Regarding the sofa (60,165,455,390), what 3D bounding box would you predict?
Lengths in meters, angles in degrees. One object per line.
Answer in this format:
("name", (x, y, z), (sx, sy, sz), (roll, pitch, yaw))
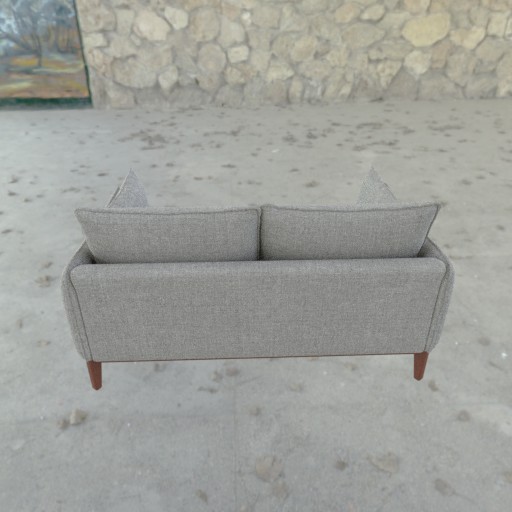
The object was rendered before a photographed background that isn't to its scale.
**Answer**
("sofa", (0.000, 0.000, 2.177), (1.580, 0.851, 0.972), (-1, 29, -2))
